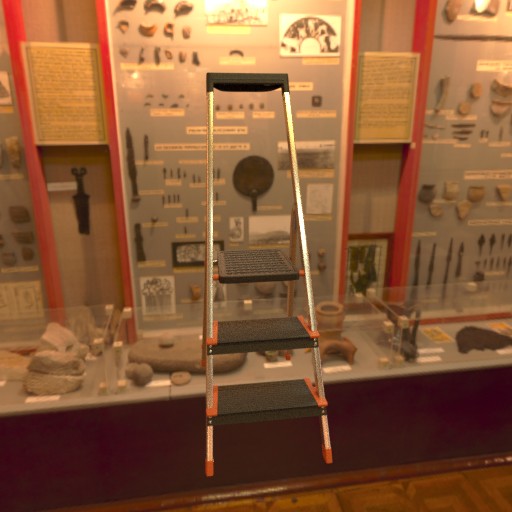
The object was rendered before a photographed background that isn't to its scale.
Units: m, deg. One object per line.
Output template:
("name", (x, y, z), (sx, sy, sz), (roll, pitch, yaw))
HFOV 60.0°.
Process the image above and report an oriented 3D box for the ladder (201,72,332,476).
("ladder", (0.000, 0.000, 1.562), (0.416, 1.229, 0.686), (-2, 18, -8))
